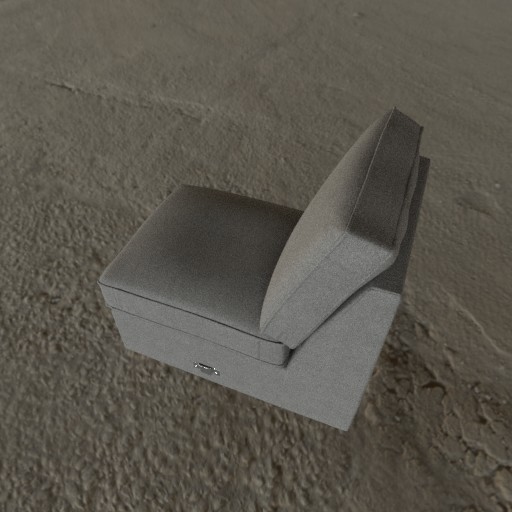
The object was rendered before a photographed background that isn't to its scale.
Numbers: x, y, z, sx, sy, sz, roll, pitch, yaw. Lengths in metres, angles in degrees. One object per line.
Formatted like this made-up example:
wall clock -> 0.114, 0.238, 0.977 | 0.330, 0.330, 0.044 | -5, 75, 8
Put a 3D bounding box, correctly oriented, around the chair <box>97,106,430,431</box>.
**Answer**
chair -> 0.000, 0.000, 1.537 | 0.938, 0.970, 0.621 | 16, 48, 15
